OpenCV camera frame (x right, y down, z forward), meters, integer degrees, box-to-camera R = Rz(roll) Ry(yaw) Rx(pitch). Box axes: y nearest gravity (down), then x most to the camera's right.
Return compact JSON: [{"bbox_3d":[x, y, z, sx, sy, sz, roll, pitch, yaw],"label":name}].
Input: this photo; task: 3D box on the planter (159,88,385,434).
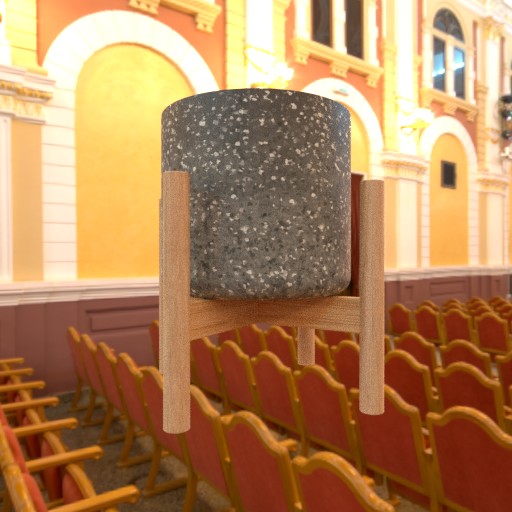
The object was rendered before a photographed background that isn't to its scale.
[{"bbox_3d":[0.000,0.000,0.531,0.284,0.320,0.284,0,1,-36],"label":"planter"}]
